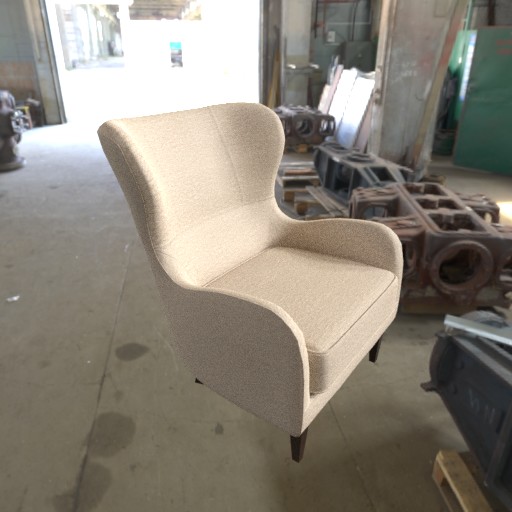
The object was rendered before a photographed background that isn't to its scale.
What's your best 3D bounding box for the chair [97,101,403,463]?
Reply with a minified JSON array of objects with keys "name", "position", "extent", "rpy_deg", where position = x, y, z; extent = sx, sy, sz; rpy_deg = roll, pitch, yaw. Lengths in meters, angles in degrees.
[{"name":"chair","position":[0.000,0.000,1.762],"extent":[0.984,1.064,0.861],"rpy_deg":[17,30,32]}]
